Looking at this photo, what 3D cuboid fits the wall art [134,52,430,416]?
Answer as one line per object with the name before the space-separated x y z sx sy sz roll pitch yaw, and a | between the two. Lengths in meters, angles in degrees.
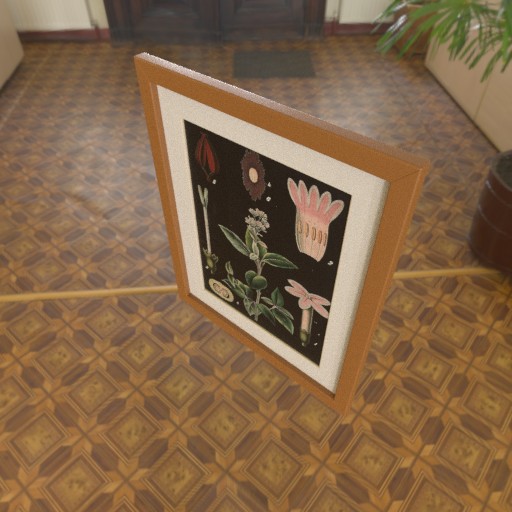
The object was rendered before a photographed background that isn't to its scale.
wall art | 0.000 0.000 0.512 0.310 0.379 0.015 31 53 27
